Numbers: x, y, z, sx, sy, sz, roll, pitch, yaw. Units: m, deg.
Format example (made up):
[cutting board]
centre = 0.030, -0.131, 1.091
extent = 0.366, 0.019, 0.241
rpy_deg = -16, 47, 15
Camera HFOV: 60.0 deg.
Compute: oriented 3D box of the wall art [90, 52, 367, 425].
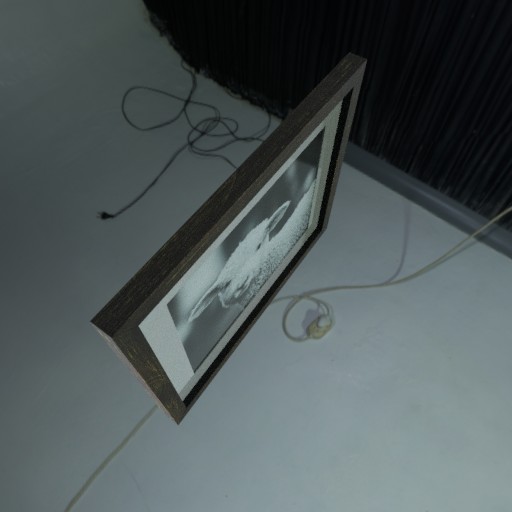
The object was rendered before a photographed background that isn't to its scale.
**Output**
[wall art]
centre = 0.000, 0.000, 0.771
extent = 0.032, 0.457, 0.558
rpy_deg = 31, 63, 17
